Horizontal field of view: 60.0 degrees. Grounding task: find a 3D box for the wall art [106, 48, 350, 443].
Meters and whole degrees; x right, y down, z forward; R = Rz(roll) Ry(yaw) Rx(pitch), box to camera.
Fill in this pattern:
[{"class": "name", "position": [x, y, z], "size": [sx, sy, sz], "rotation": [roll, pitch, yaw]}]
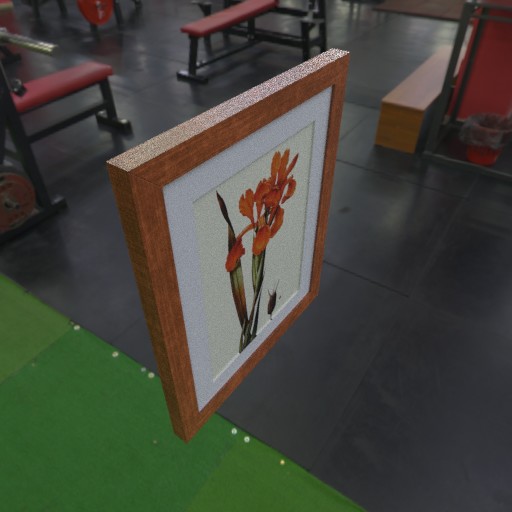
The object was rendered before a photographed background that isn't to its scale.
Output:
[{"class": "wall art", "position": [0.000, 0.000, 0.771], "size": [0.033, 0.567, 0.467], "rotation": [26, 48, 27]}]
